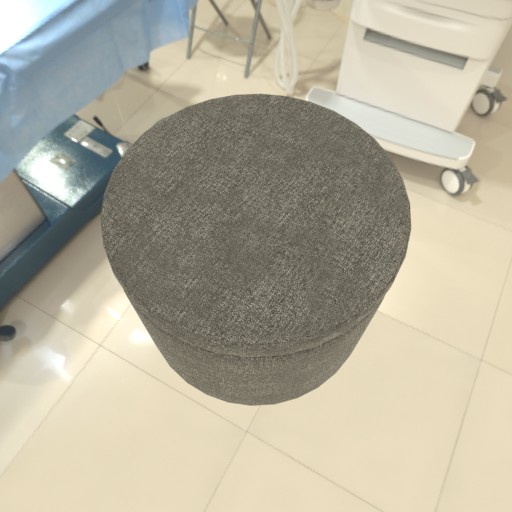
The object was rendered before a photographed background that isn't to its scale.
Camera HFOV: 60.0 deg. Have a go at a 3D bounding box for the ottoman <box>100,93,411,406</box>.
[{"bbox_3d":[0.000,0.000,0.877,0.500,0.419,0.500,0,60,0],"label":"ottoman"}]
